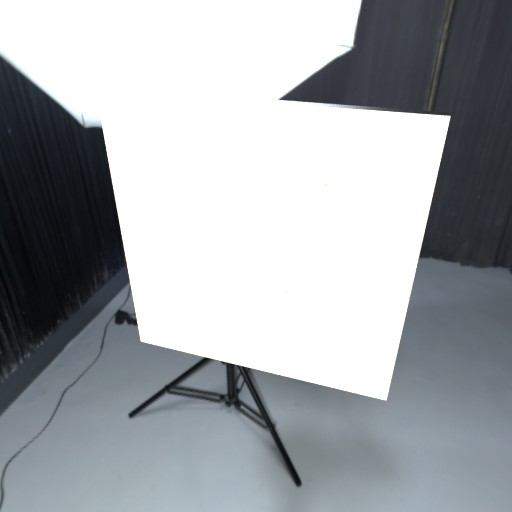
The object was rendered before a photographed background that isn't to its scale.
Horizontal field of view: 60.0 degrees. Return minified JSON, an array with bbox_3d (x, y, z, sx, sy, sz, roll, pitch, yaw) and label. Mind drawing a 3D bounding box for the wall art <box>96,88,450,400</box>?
[{"bbox_3d":[0.000,0.000,1.144,0.773,0.775,0.031,10,33,15],"label":"wall art"}]
